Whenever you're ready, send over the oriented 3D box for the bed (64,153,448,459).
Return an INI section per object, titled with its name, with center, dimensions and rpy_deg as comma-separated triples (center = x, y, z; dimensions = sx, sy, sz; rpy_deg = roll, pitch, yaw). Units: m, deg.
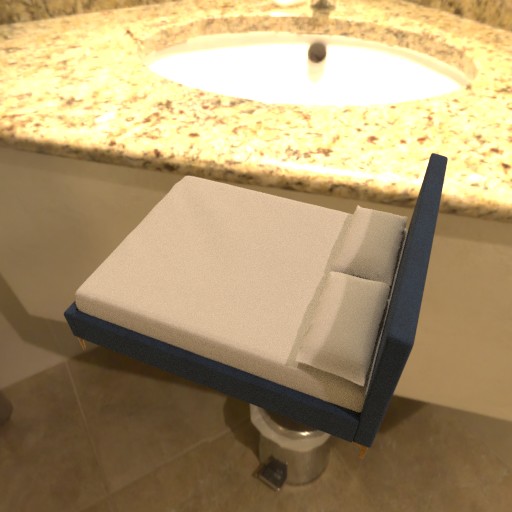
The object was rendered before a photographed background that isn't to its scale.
[bed]
center = 0.000, 0.000, 3.190
dimensions = 2.172, 1.231, 1.723
rpy_deg = 16, 46, 16
